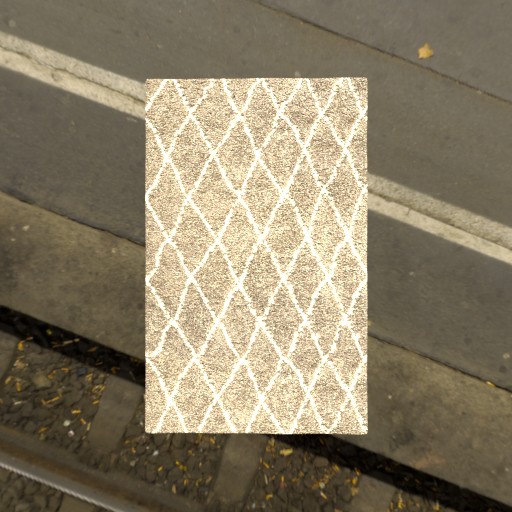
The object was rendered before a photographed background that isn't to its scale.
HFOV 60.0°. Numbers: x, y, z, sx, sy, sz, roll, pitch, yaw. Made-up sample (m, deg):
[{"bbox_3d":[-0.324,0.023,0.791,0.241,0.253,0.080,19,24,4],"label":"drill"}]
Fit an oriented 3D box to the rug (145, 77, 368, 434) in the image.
[{"bbox_3d":[0.000,0.000,3.045,1.524,0.030,2.438,0,90,1],"label":"rug"}]
